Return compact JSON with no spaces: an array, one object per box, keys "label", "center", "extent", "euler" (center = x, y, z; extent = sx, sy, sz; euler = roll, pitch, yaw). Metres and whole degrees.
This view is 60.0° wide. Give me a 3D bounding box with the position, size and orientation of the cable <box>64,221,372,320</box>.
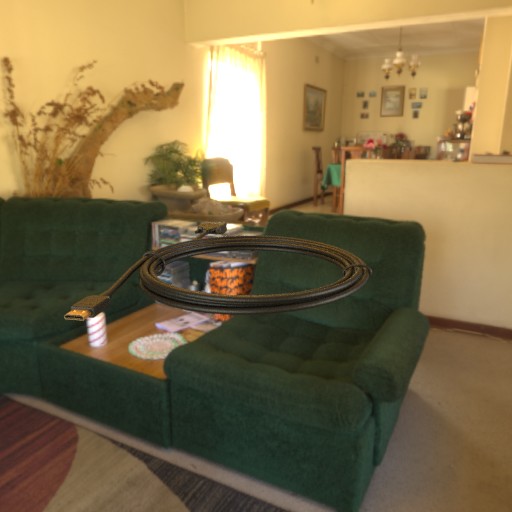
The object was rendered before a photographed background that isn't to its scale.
[{"label":"cable","center":[0.000,0.000,0.521],"extent":[0.257,0.030,0.422],"euler":[3,15,10]}]
